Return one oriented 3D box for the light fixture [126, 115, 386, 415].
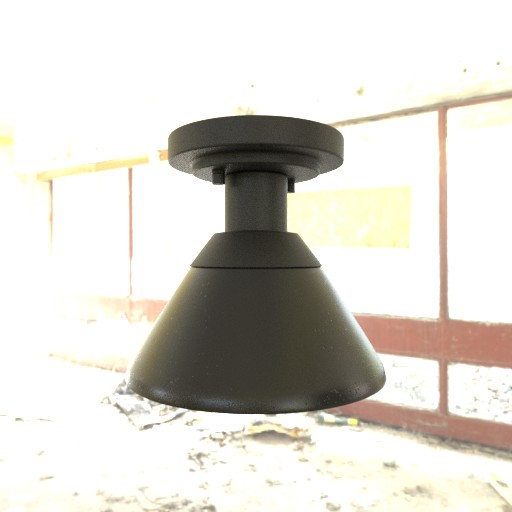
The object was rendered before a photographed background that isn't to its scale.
[{"bbox_3d":[0.000,0.000,0.356,0.200,0.183,0.200,0,0,0],"label":"light fixture"}]
